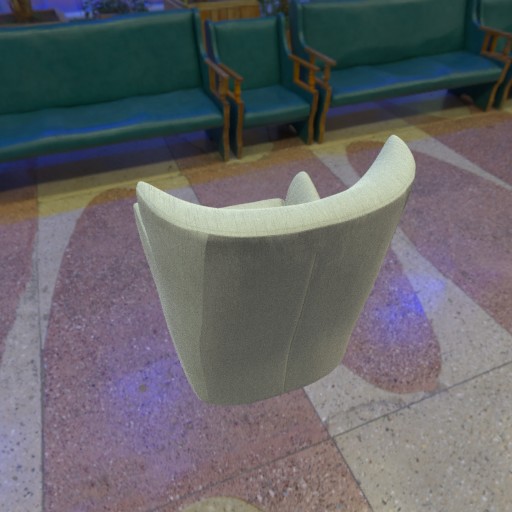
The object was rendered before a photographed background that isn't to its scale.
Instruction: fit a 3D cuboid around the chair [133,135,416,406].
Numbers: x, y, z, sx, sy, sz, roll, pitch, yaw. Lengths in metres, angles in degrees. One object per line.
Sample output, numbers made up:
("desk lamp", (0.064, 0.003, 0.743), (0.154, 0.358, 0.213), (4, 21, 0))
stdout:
("chair", (0.000, 0.000, 1.656), (0.779, 1.000, 0.904), (-13, 42, -15))
